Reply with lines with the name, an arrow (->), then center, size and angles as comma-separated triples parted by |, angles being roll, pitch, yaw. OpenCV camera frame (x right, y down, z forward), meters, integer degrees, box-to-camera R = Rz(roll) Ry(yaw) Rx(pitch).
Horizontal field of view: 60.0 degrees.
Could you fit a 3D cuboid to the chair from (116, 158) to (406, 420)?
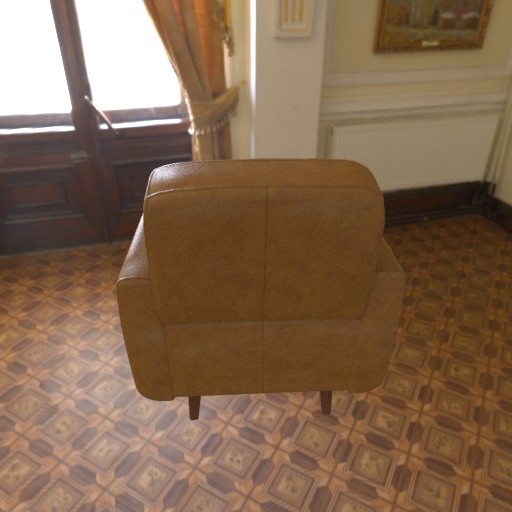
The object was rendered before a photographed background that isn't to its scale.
chair -> 0.000, 0.000, 1.663 | 0.845, 0.968, 0.942 | -2, 31, -3
